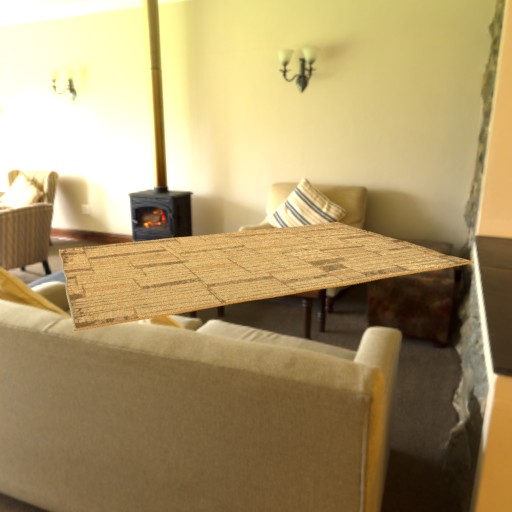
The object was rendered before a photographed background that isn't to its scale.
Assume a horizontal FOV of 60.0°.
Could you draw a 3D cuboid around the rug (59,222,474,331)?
[{"bbox_3d":[0.000,0.000,3.053,2.444,0.023,1.531,-7,17,-24],"label":"rug"}]
